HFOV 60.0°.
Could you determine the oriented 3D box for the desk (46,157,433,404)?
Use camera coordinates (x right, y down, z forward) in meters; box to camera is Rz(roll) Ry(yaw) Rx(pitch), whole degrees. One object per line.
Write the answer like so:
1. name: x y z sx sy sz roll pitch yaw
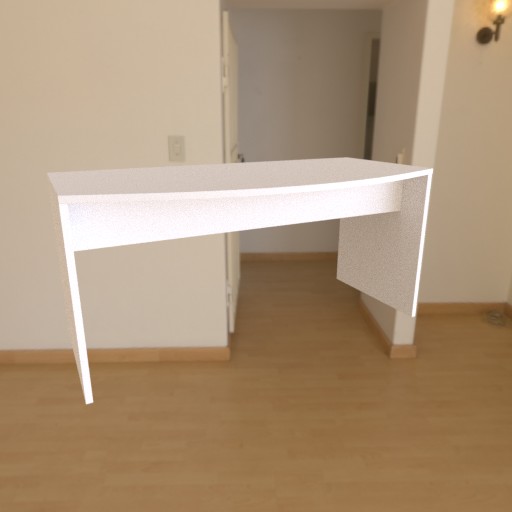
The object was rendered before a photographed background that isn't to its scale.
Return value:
1. desk: 0.000 0.000 2.013 1.600 0.750 0.802 -9 20 -26
